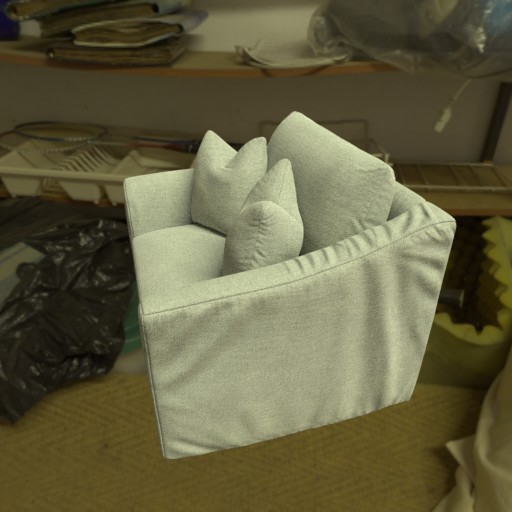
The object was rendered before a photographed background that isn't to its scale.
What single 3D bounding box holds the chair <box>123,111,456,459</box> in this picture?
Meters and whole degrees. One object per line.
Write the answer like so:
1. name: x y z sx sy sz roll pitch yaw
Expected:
1. chair: 0.000 0.000 1.988 1.071 1.059 1.194 -9 31 -15
